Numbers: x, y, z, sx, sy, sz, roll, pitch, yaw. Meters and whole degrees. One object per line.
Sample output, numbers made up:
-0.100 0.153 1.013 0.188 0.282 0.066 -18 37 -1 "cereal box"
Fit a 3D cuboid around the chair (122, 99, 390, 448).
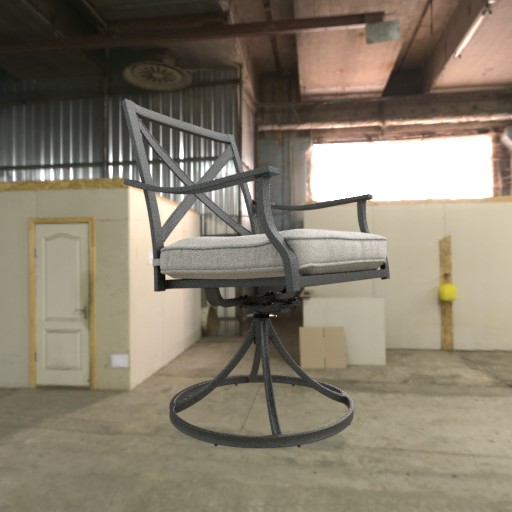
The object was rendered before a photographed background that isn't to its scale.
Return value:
0.000 0.000 1.285 0.620 0.889 0.575 0 1 36 "chair"
